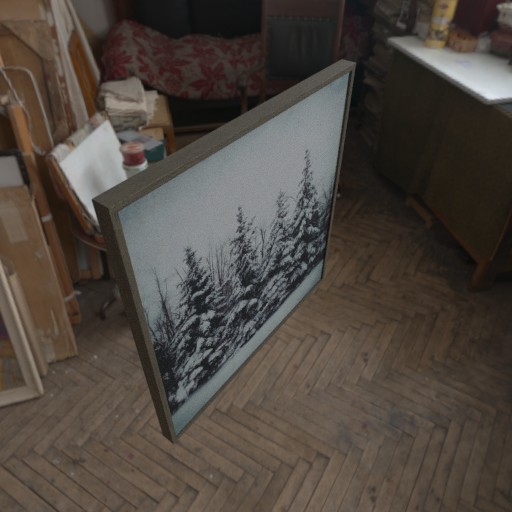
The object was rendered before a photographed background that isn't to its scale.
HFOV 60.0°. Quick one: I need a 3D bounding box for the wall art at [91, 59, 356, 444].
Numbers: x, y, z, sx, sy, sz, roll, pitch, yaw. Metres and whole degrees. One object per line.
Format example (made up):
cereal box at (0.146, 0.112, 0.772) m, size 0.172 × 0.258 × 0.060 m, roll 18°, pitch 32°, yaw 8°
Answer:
wall art at (0.000, 0.000, 1.130) m, size 0.039 × 0.758 × 0.758 m, roll 27°, pitch 49°, yaw 27°
